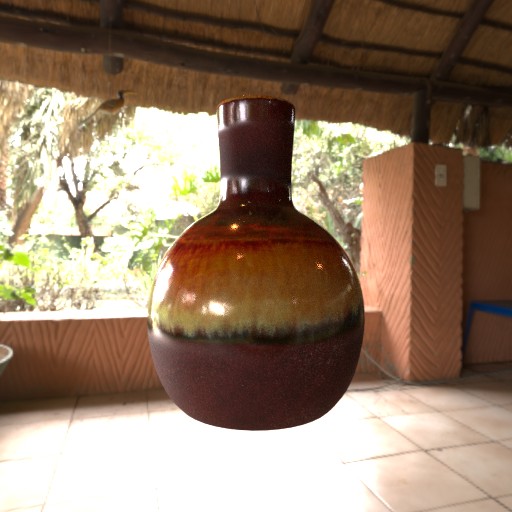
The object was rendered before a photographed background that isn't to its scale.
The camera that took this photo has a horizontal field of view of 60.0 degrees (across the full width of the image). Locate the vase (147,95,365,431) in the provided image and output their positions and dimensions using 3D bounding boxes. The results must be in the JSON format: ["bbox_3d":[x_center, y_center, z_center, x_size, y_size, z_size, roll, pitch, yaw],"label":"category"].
[{"bbox_3d":[0.000,0.000,0.232,0.111,0.154,0.111,0,0,0],"label":"vase"}]
